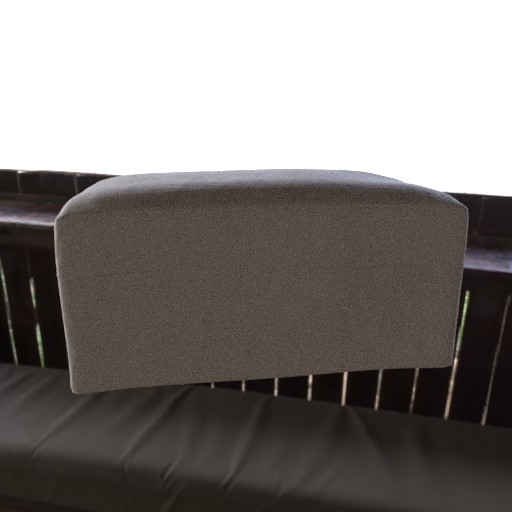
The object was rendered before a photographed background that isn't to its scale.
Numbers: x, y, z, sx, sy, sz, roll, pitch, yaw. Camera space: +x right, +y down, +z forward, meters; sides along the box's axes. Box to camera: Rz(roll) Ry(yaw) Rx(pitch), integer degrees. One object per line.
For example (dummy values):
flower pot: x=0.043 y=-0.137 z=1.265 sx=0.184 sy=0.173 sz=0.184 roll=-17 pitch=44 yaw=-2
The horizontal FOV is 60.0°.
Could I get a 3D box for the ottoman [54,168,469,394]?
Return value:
ottoman: x=0.000 y=0.000 z=1.178 sx=0.872 sy=0.444 sz=0.590 roll=-2 pitch=17 yaw=-7
